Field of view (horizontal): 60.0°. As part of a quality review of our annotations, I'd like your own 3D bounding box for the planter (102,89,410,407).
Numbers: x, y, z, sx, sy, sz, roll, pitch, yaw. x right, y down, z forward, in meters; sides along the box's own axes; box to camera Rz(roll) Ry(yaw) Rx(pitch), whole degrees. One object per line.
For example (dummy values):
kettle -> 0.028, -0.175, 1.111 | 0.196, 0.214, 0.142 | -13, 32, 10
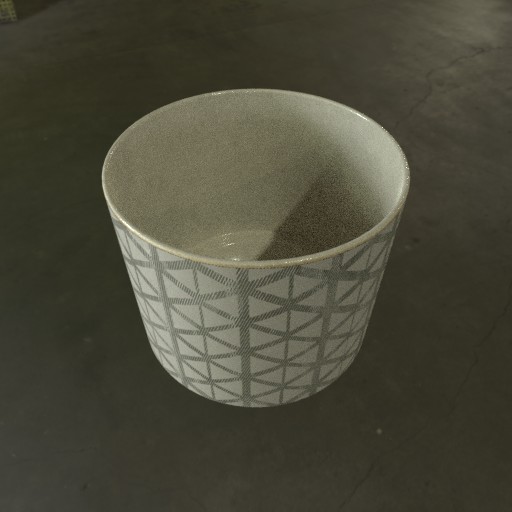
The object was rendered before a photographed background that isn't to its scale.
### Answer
planter -> 0.000, 0.000, 0.345 | 0.190, 0.181, 0.190 | 0, 46, 0
